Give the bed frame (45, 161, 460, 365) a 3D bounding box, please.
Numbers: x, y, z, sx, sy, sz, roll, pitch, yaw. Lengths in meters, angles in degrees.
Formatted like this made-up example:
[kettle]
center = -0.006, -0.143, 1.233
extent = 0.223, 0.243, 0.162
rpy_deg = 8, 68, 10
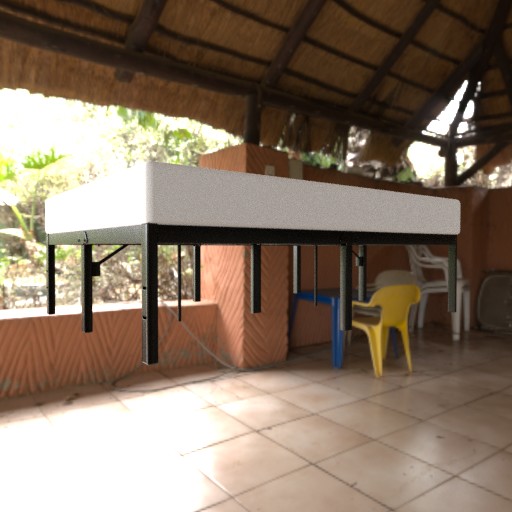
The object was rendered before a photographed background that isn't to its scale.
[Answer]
[bed frame]
center = 0.000, 0.000, 2.559
extent = 1.956, 0.659, 1.408
rpy_deg = -1, 1, -37
